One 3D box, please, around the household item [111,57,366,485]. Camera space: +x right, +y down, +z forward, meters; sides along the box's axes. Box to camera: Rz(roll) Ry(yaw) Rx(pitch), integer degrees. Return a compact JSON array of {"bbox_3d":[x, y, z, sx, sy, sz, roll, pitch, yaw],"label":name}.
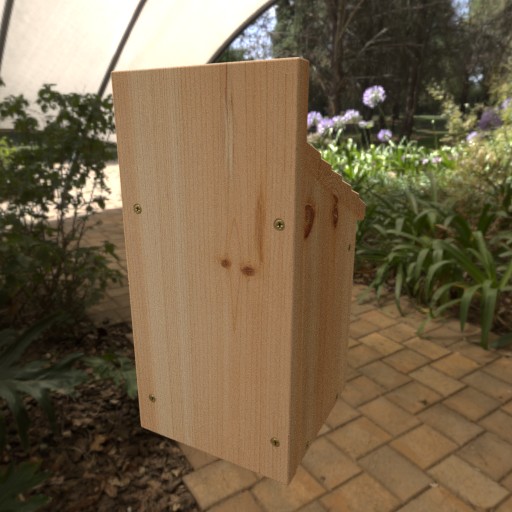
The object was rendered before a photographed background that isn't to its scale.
[{"bbox_3d":[0.000,0.000,0.399,0.149,0.300,0.171,9,18,27],"label":"household item"}]
